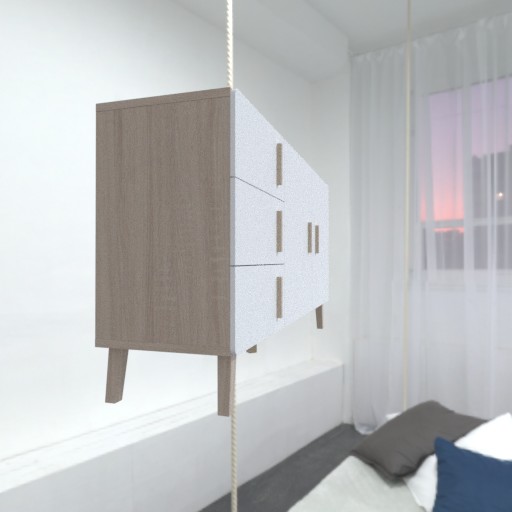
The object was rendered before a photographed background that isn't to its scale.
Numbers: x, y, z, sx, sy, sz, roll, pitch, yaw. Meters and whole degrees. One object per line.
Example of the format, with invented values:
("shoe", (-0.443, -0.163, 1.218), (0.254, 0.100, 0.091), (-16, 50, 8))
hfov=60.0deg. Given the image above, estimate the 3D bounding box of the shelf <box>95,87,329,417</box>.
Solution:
("shelf", (0.000, 0.000, 1.795), (0.400, 0.780, 1.490), (0, 0, 18))
